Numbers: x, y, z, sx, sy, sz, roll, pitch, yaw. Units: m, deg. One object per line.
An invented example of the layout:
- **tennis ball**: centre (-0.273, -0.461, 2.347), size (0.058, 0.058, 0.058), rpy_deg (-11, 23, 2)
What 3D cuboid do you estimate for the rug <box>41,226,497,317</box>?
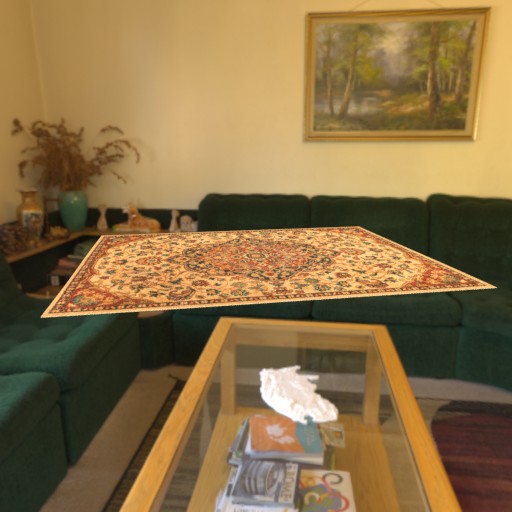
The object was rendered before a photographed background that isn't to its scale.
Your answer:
- **rug**: centre (0.000, 0.000, 4.075), size (3.067, 0.005, 2.454), rpy_deg (-3, 14, -10)
